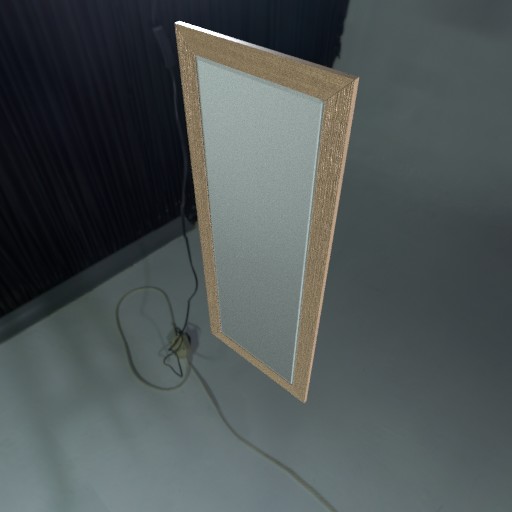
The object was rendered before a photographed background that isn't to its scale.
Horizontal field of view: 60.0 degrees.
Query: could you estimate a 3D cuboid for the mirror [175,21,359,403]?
[{"bbox_3d":[0.000,0.000,2.248,0.812,2.031,0.026,31,52,28],"label":"mirror"}]
